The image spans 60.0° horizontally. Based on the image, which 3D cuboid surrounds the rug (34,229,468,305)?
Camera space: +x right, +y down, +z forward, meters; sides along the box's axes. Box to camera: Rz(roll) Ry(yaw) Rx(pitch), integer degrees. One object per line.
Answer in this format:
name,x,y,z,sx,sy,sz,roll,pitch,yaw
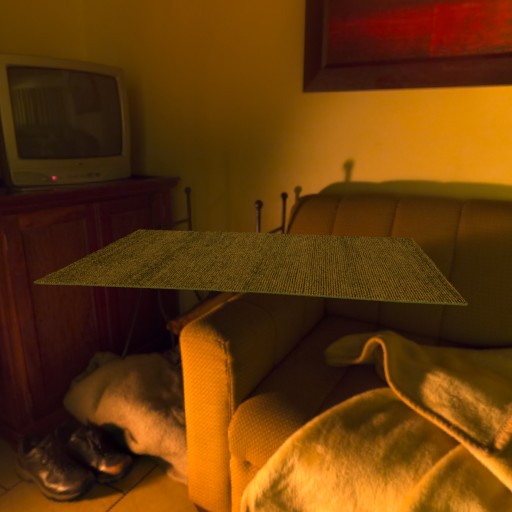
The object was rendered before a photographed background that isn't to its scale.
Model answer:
rug,0.000,0.000,2.317,1.777,0.021,1.145,2,15,9
